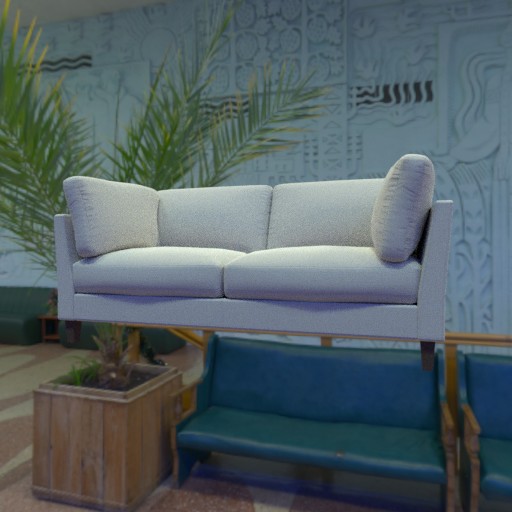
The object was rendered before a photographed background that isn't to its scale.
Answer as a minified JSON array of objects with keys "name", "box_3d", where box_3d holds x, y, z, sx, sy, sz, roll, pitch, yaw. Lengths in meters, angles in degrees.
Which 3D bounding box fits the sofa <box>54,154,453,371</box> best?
[{"name":"sofa","box_3d":[0.000,0.000,2.272,1.776,0.836,0.970,0,0,19]}]
